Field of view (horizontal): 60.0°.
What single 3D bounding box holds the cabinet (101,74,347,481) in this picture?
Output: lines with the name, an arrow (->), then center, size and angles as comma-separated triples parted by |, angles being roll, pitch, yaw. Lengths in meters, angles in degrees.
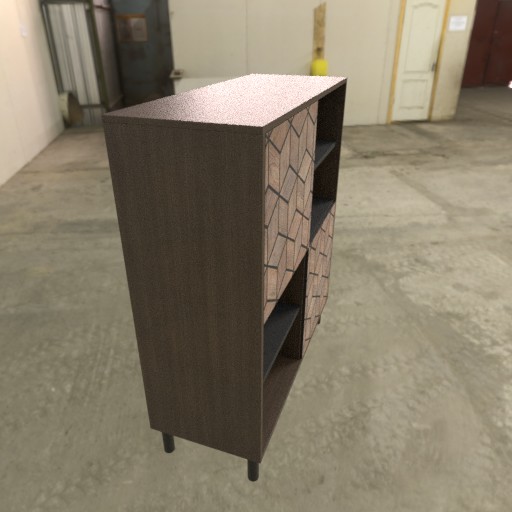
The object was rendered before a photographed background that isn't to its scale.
cabinet -> 0.000, 0.000, 1.664 | 0.400, 1.170, 1.010 | 10, 29, 18
